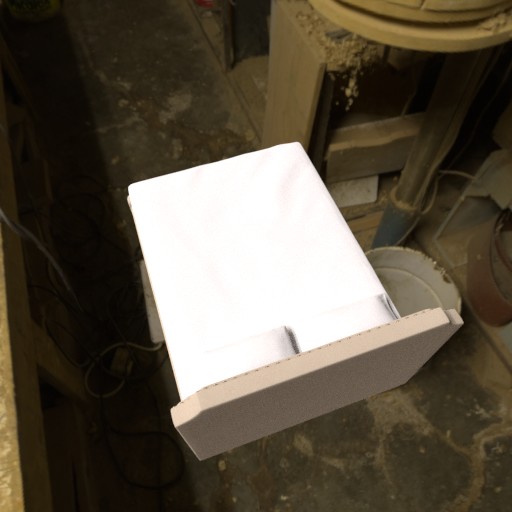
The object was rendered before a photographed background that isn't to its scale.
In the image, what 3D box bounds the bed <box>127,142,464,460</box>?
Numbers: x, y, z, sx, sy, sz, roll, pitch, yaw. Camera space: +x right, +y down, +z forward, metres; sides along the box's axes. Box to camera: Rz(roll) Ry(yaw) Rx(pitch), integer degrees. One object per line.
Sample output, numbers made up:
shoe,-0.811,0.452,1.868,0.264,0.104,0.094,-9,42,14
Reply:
bed,0.000,0.000,3.433,1.703,1.415,2.329,-17,59,-10
